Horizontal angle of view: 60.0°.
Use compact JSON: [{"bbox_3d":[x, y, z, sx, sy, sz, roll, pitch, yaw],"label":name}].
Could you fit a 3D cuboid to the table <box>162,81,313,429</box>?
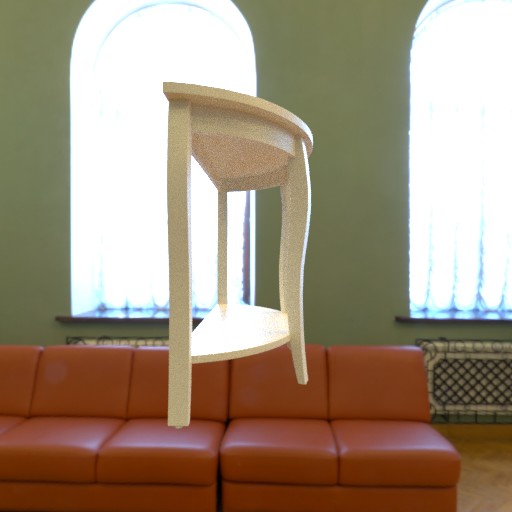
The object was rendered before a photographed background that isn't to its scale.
[{"bbox_3d":[0.000,0.000,1.586,0.394,0.780,1.219,0,0,1],"label":"table"}]
